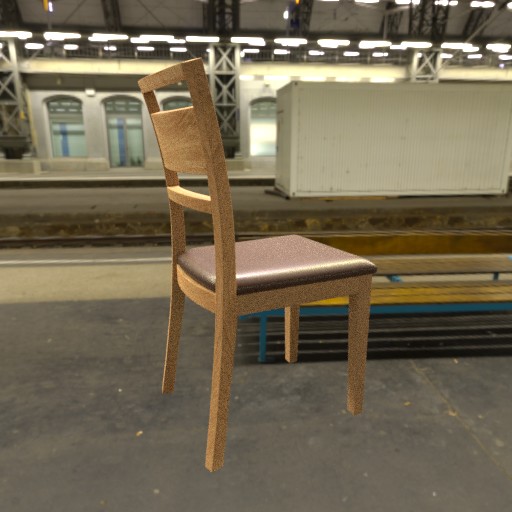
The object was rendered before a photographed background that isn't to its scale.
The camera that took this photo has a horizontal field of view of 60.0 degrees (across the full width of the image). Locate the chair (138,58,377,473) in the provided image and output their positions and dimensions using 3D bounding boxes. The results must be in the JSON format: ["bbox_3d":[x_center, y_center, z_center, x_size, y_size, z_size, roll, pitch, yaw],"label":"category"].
[{"bbox_3d":[0.000,0.000,1.242,0.545,0.940,0.420,-8,17,-27],"label":"chair"}]
